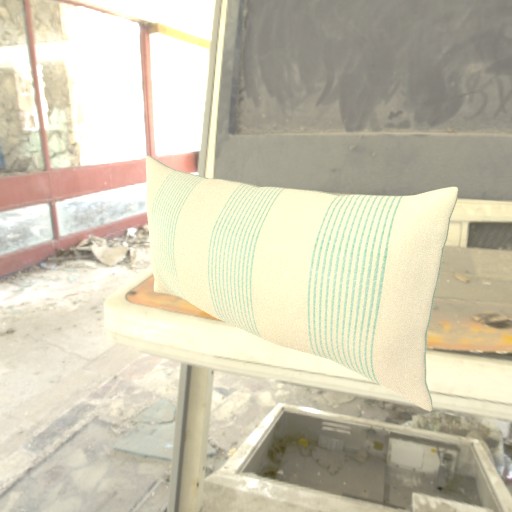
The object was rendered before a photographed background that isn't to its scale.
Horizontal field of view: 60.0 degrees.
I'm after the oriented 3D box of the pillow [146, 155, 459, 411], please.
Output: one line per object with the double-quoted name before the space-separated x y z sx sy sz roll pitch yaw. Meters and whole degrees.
"pillow" 0.000 0.000 0.715 0.610 0.287 0.151 16 23 42
